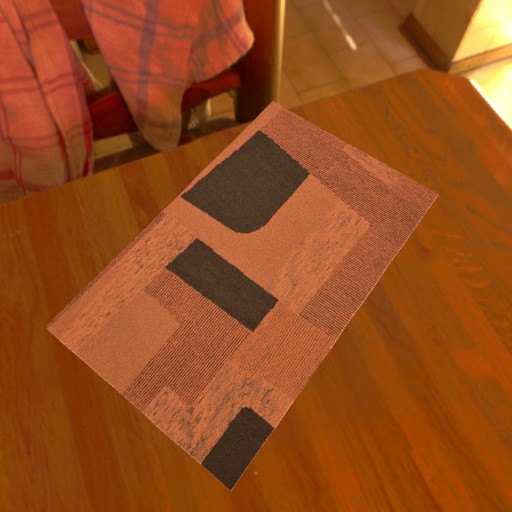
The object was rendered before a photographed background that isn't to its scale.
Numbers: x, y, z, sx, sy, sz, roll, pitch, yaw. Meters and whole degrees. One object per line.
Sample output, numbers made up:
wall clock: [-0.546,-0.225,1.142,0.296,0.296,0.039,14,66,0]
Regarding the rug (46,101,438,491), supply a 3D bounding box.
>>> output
rug: [0.000,0.000,3.040,1.521,0.015,2.436,35,69,16]
